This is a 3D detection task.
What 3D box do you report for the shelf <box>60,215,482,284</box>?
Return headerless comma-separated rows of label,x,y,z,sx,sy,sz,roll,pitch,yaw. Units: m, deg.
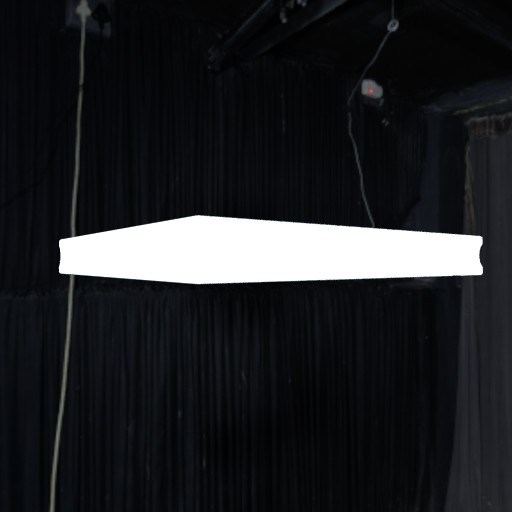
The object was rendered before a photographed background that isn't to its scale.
shelf,0.000,0.000,0.432,0.296,0.035,0.296,1,-1,-37
